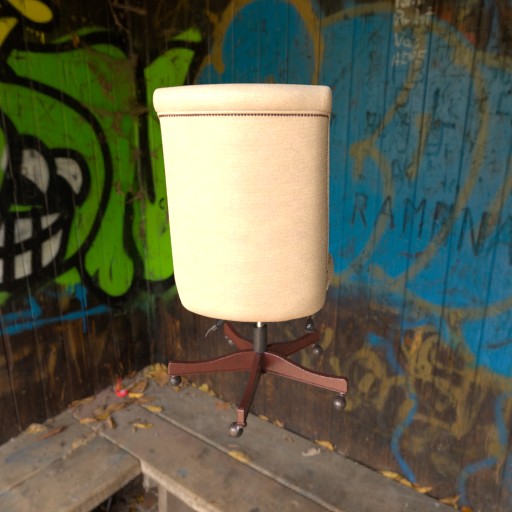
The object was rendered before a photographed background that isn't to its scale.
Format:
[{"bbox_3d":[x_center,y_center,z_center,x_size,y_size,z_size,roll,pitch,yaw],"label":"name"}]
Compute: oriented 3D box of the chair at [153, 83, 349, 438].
[{"bbox_3d":[0.000,0.000,1.468,0.645,1.010,0.696,2,16,8],"label":"chair"}]
